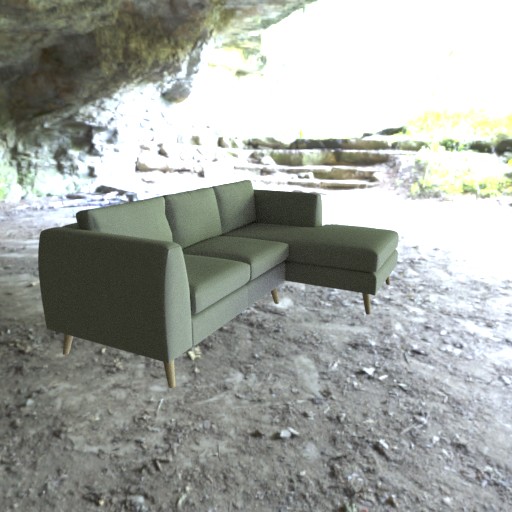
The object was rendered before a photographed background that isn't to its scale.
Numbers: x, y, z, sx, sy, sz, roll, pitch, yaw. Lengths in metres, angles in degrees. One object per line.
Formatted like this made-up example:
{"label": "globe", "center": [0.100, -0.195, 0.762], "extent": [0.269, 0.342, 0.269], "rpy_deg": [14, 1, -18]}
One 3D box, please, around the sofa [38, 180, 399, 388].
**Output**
{"label": "sofa", "center": [0.000, 0.000, 3.129], "extent": [1.580, 0.860, 2.300], "rpy_deg": [8, 17, 26]}
